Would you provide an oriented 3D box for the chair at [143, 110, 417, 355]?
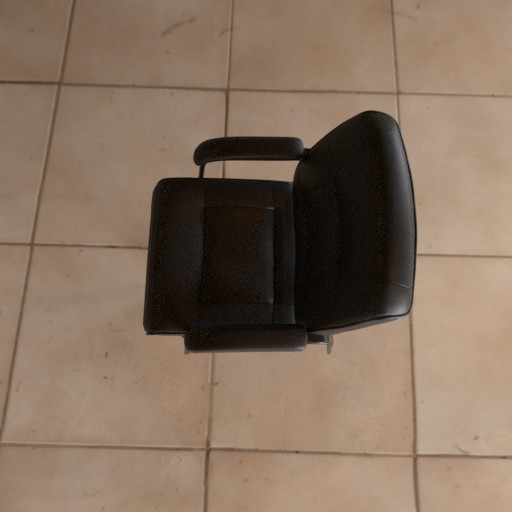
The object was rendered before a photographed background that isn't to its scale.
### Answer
[{"bbox_3d":[0.000,0.000,1.343,0.668,0.910,0.591,0,75,0],"label":"chair"}]
